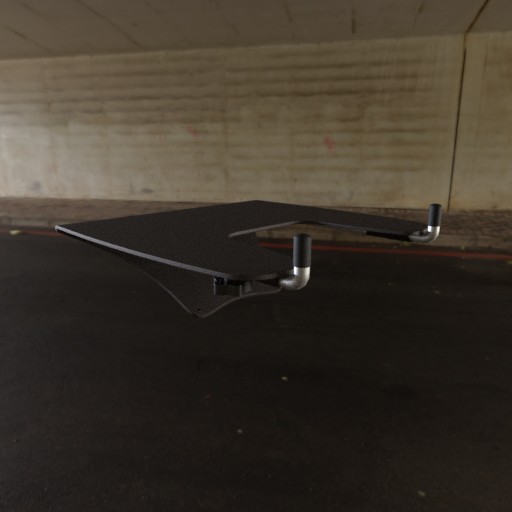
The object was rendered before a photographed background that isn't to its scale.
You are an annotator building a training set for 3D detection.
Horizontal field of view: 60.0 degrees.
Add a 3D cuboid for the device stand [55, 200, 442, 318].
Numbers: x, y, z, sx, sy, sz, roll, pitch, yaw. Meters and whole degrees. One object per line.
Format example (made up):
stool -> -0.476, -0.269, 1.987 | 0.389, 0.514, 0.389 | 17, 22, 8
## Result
device stand -> 0.000, 0.000, 0.362 | 0.230, 0.092, 0.230 | 14, 20, 43
